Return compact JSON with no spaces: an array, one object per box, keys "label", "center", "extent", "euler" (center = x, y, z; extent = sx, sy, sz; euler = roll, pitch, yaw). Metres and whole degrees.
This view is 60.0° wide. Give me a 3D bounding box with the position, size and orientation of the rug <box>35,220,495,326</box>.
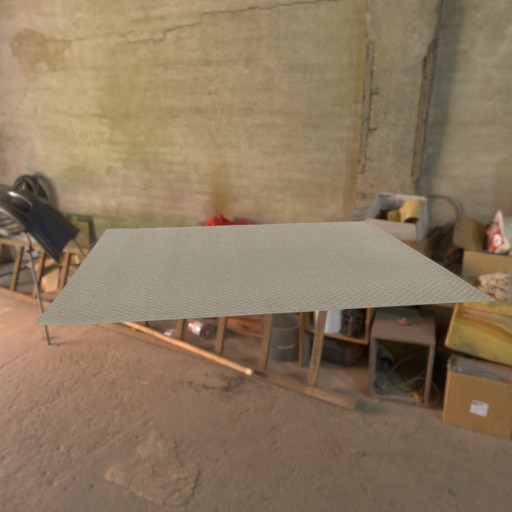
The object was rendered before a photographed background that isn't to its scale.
[{"label":"rug","center":[0.000,0.000,3.816],"extent":[2.897,0.035,2.277],"euler":[-2,18,-7]}]
